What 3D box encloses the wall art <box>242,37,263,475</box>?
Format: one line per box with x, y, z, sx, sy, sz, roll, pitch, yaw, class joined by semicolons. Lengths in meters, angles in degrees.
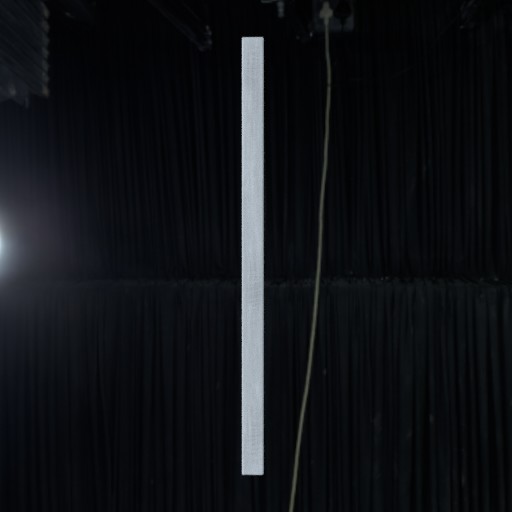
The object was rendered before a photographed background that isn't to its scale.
0.000;0.000;0.457;0.015;0.303;0.303;0;0;1;wall art
